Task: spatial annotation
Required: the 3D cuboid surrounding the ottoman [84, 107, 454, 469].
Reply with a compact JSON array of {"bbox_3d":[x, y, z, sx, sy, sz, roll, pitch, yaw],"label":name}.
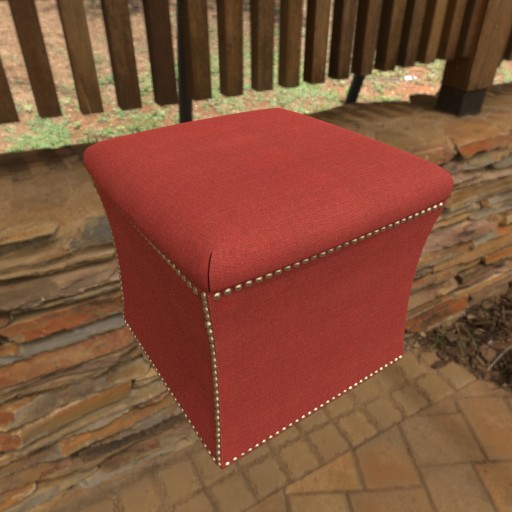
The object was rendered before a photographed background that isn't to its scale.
[{"bbox_3d":[0.000,0.000,0.901,0.497,0.475,0.507,-21,39,-28],"label":"ottoman"}]
